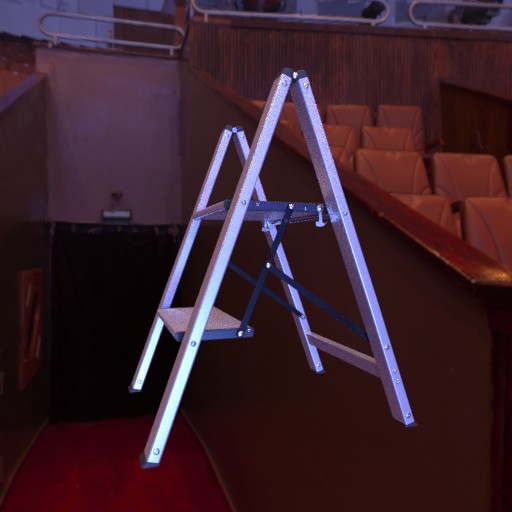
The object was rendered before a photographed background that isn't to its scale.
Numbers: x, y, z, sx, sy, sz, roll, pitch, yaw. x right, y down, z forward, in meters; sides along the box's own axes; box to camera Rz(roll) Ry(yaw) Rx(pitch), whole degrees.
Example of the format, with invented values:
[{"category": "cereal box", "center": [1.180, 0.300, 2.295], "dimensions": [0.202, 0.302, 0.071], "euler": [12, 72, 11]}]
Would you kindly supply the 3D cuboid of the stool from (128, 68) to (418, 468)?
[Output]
[{"category": "stool", "center": [0.000, 0.000, 0.994], "dimensions": [0.535, 0.670, 0.440], "euler": [0, 1, -19]}]
